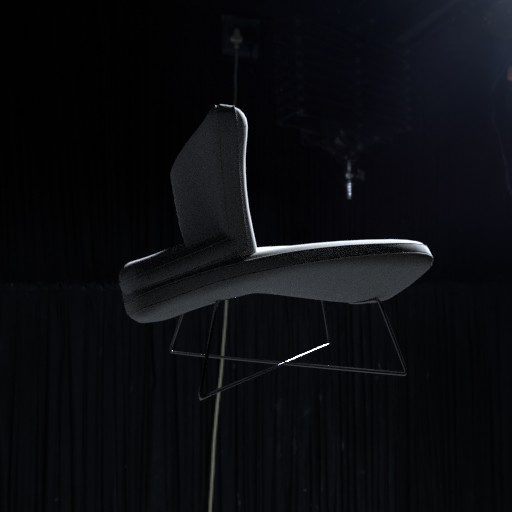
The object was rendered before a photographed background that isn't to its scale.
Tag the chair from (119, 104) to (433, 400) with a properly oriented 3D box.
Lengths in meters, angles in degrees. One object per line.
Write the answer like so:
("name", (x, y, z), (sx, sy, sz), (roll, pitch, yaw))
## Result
("chair", (0.000, 0.000, 1.708), (1.008, 0.855, 0.859), (0, 0, -18))
